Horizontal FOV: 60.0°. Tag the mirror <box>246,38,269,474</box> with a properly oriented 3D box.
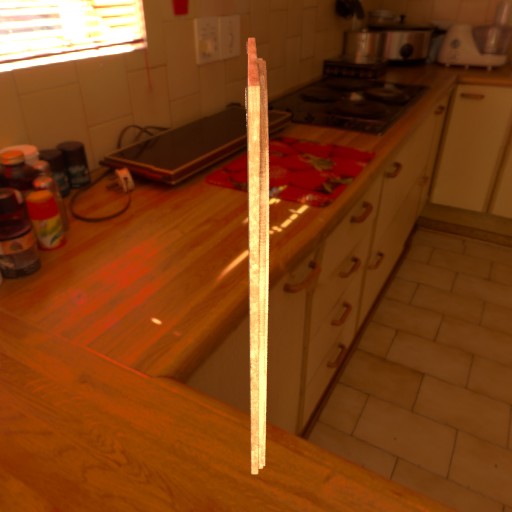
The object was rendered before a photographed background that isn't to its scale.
[{"bbox_3d":[0.000,0.000,0.943,0.058,0.787,0.495,0,32,-1],"label":"mirror"}]
